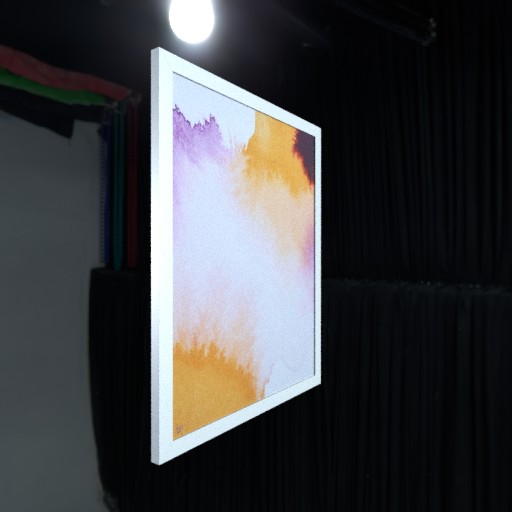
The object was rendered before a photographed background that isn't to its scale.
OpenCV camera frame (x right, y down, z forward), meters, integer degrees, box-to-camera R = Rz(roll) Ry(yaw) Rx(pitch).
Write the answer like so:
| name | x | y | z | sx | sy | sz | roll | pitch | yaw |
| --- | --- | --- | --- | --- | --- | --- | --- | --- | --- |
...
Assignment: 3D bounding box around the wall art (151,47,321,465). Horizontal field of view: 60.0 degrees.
| name | x | y | z | sx | sy | sz | roll | pitch | yaw |
| --- | --- | --- | --- | --- | --- | --- | --- | --- | --- |
| wall art | 0.000 | 0.000 | 0.642 | 0.013 | 0.456 | 0.382 | 0 | 0 | 36 |
